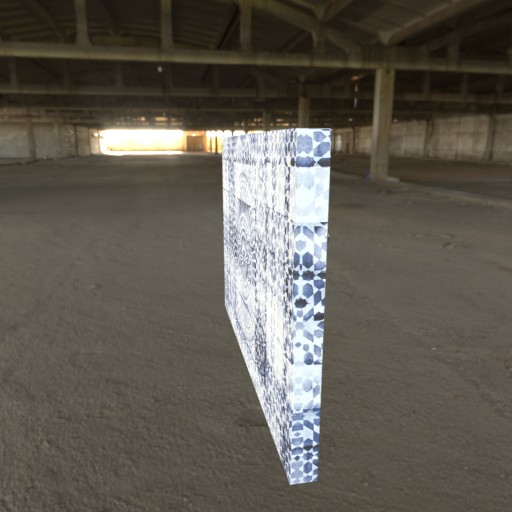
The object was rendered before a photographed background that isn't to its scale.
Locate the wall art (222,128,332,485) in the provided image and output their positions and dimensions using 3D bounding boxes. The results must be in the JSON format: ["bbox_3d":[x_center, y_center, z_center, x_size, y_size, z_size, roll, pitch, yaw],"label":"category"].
[{"bbox_3d":[0.000,0.000,1.146,0.057,0.608,0.911,-3,15,-11],"label":"wall art"}]
